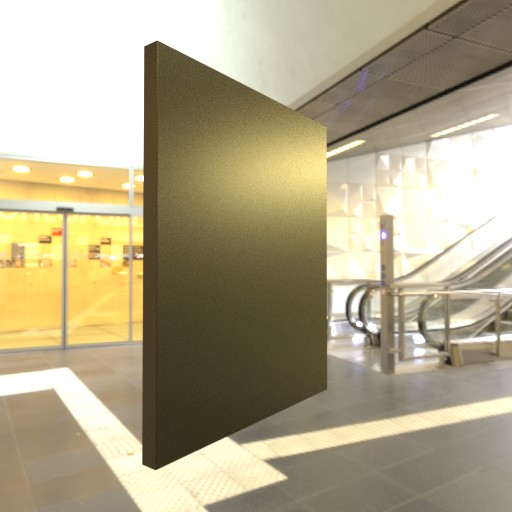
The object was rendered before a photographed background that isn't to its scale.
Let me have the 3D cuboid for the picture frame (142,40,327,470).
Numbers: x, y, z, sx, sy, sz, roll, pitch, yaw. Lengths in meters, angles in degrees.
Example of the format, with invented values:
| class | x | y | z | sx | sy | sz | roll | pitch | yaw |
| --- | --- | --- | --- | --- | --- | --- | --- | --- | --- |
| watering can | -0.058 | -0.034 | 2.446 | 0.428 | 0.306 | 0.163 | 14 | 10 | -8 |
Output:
| class | x | y | z | sx | sy | sz | roll | pitch | yaw |
| --- | --- | --- | --- | --- | --- | --- | --- | --- | --- |
| picture frame | 0.000 | 0.000 | 0.764 | 0.028 | 0.556 | 0.460 | -1 | -1 | 37 |
